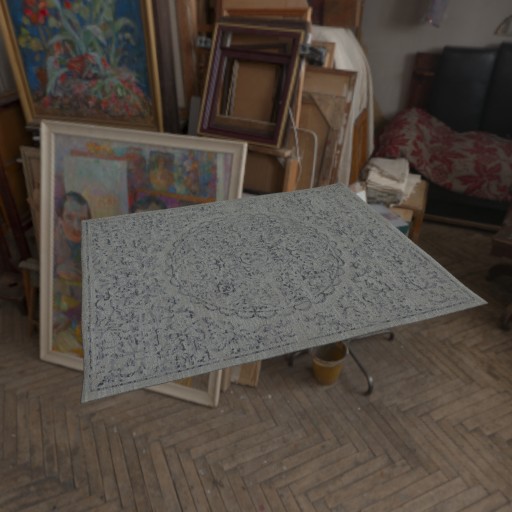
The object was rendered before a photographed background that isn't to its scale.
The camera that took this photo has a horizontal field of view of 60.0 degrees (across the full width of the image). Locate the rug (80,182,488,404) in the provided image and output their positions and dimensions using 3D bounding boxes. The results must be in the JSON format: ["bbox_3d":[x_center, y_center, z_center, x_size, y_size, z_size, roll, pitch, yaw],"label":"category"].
[{"bbox_3d":[0.000,0.000,3.891,2.925,0.026,2.343,-10,35,-15],"label":"rug"}]
